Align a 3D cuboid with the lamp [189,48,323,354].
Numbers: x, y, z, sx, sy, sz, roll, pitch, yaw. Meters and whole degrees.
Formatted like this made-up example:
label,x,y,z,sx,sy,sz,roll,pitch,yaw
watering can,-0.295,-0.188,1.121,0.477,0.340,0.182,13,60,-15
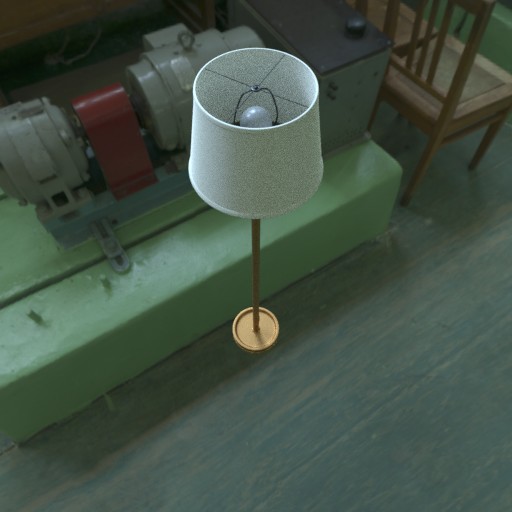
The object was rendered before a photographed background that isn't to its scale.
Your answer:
label,x,y,z,sx,sy,sz,roll,pitch,yaw
lamp,0.000,0.000,0.786,0.178,0.710,0.178,0,58,0
